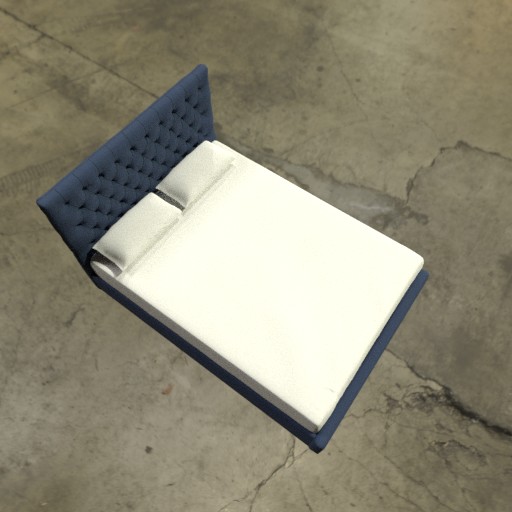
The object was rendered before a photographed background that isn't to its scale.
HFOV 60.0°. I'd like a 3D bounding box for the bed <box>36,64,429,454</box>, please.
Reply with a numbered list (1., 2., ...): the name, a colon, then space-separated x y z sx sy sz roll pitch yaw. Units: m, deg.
1. bed: 0.000 0.000 3.475 2.387 1.427 1.706 33 66 17
